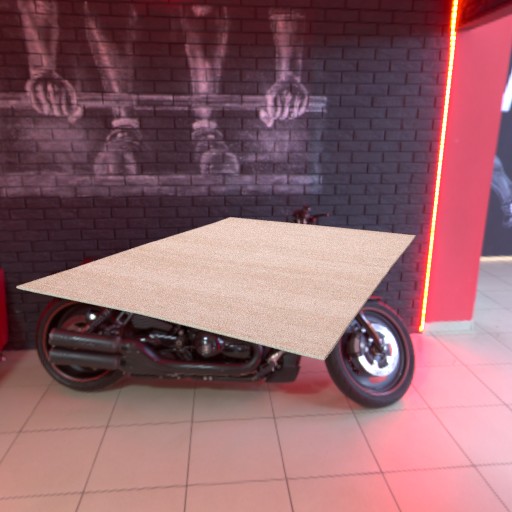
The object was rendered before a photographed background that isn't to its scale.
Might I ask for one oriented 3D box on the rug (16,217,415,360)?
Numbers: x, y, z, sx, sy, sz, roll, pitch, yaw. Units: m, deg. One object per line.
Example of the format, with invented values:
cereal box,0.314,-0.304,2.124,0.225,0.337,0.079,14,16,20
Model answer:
rug,0.000,0.000,4.179,2.434,0.045,3.202,8,17,26
